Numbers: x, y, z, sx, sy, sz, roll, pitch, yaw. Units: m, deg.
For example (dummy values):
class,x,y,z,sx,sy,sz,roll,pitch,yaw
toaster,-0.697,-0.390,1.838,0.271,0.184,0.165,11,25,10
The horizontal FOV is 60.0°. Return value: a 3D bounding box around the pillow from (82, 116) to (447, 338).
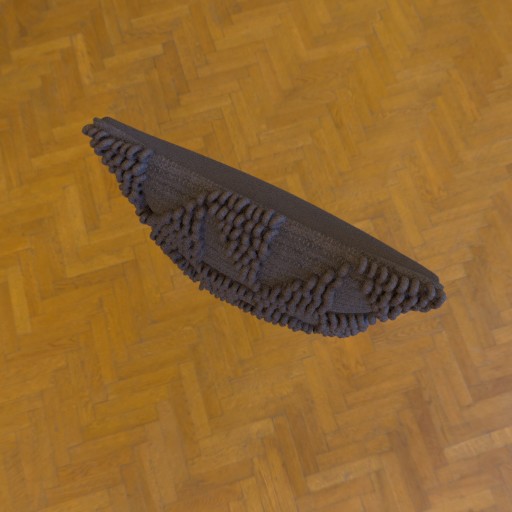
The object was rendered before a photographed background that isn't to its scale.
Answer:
class,x,y,z,sx,sy,sz,roll,pitch,yaw
pillow,0.000,0.000,0.721,0.470,0.467,0.172,26,77,6
